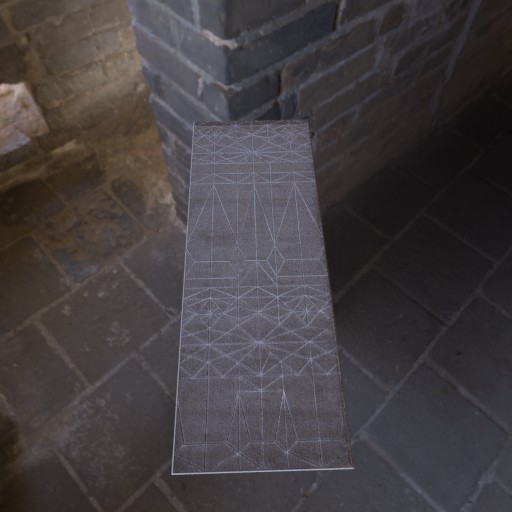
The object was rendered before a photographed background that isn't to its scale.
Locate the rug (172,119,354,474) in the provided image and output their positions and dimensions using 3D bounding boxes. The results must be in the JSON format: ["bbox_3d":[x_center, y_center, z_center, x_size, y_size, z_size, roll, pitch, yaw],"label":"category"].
[{"bbox_3d":[0.000,0.000,2.716,0.864,0.012,2.388,-1,59,-1],"label":"rug"}]
